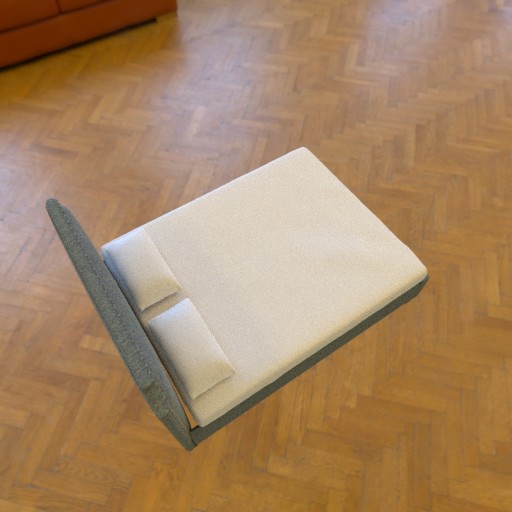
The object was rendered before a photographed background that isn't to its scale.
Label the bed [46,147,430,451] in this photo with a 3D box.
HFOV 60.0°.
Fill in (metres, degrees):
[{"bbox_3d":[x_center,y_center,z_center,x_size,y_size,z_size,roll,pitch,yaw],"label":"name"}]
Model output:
[{"bbox_3d":[0.000,0.000,3.469,2.372,1.443,1.712,-29,63,-17],"label":"bed"}]
